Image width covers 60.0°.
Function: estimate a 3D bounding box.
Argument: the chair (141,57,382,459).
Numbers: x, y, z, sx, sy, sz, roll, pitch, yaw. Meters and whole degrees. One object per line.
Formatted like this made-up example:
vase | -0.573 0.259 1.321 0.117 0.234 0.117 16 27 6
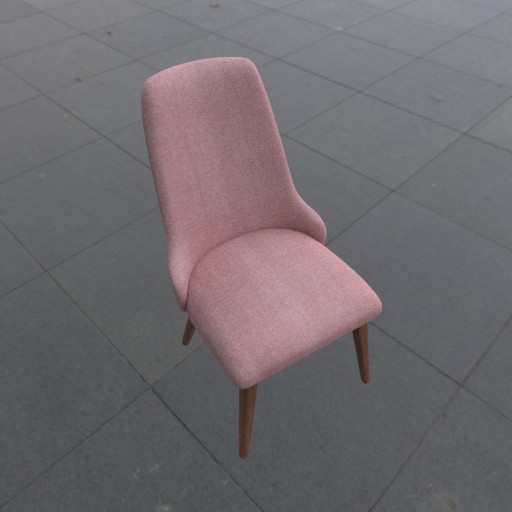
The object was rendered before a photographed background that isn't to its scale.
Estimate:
chair | 0.000 0.000 1.337 0.535 0.918 0.707 -23 50 -20
